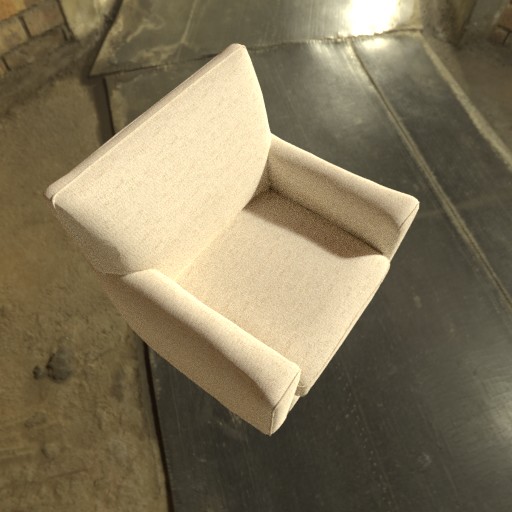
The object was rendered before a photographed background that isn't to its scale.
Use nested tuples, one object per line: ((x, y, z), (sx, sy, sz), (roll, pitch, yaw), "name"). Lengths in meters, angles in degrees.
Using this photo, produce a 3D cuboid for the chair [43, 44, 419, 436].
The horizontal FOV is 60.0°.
((0.000, 0.000, 1.584), (0.823, 0.943, 0.870), (33, 64, 18), "chair")
